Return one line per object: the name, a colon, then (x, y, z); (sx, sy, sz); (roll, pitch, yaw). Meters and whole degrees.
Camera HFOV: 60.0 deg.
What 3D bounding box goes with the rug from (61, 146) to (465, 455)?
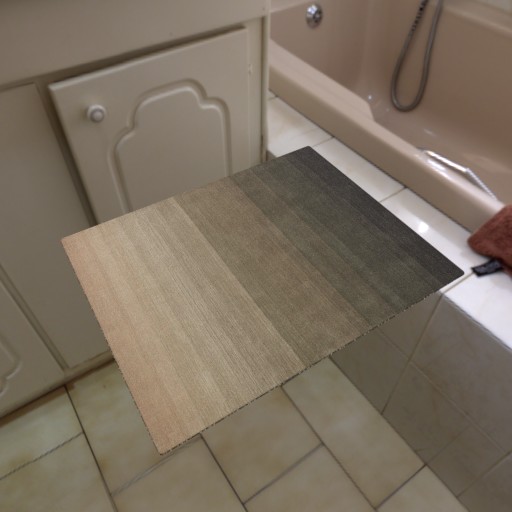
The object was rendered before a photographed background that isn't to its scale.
rug: (0.000, 0.000, 4.017); (2.902, 0.017, 2.305); (-25, 52, -21)
